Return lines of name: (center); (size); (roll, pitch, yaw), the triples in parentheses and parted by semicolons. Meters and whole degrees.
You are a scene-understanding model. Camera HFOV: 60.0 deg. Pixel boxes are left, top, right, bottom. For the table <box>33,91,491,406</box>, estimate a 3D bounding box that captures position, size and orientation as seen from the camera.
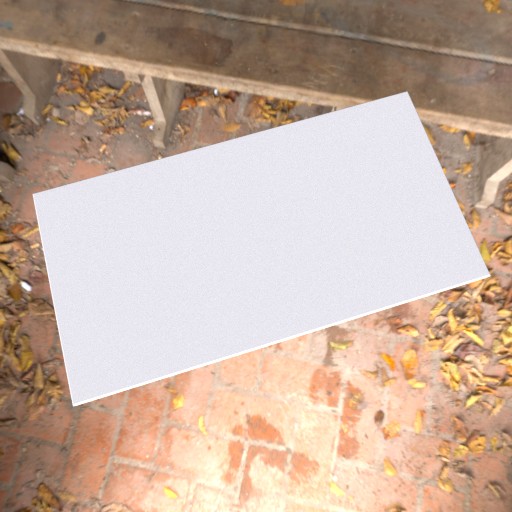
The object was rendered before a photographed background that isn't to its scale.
table: (0.000, 0.000, 1.362); (1.067, 0.457, 0.559); (-16, 76, -4)
